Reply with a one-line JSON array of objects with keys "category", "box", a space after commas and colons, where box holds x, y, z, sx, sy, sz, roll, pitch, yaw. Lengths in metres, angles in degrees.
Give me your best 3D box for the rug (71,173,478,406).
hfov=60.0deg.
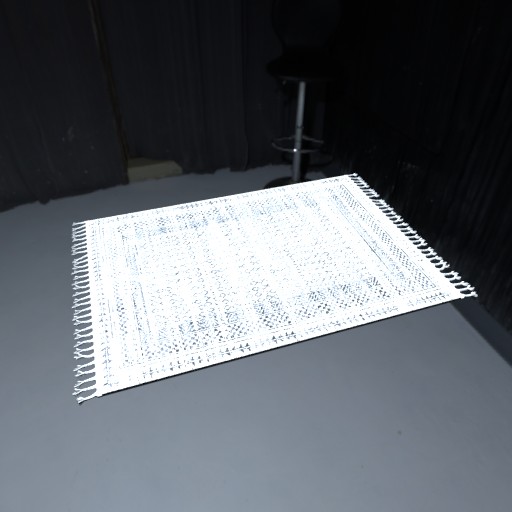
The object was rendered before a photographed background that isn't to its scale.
[{"category": "rug", "box": [0.000, 0.000, 2.351, 1.872, 0.013, 1.243, -12, 42, -14]}]
